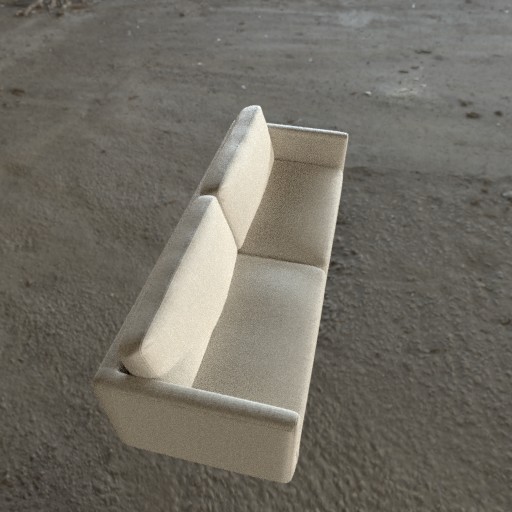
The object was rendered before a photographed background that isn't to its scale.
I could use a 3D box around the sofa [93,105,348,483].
[{"bbox_3d":[0.000,0.000,2.872,0.948,0.965,2.434,9,46,9],"label":"sofa"}]
